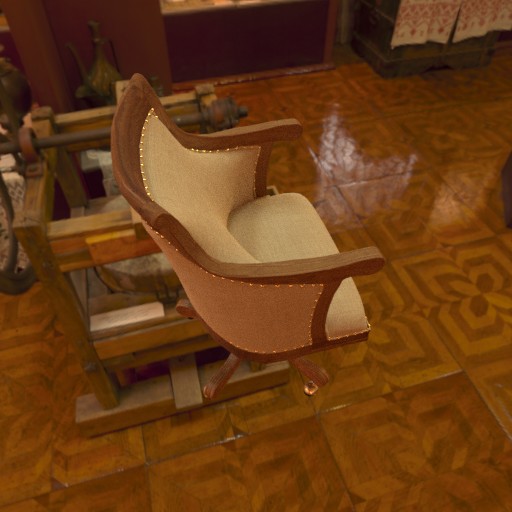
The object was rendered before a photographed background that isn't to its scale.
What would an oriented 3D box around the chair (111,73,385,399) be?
[{"bbox_3d":[0.000,0.000,1.396,0.689,0.965,0.656,-11,48,-10],"label":"chair"}]
